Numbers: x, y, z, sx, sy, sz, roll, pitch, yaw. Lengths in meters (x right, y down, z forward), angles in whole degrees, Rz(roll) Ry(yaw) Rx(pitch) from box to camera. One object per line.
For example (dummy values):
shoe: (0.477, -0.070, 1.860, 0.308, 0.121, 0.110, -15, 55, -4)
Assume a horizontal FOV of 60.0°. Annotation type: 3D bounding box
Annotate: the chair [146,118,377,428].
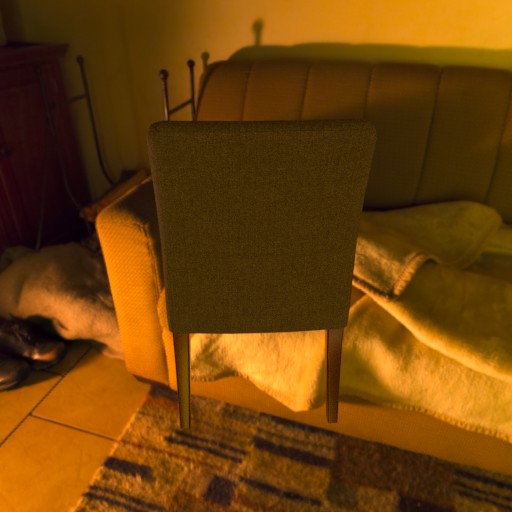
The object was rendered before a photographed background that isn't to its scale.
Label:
chair: (0.000, 0.000, 1.349, 0.508, 0.952, 0.655, -1, 31, -2)
